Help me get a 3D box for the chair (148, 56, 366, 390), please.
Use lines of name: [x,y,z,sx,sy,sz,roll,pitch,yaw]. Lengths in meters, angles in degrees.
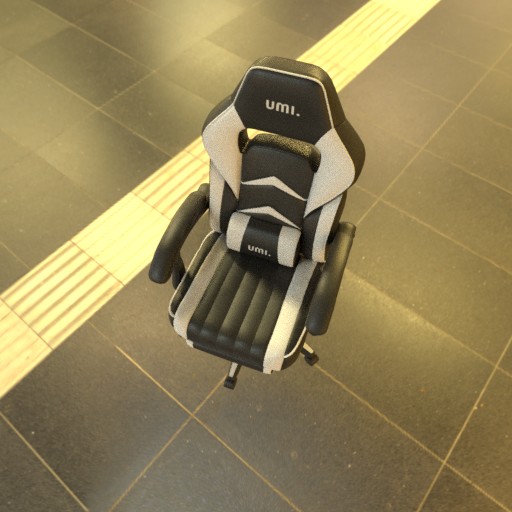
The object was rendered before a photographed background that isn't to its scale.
chair: [0.000,0.000,1.643,0.676,1.200,0.700,17,59,10]
